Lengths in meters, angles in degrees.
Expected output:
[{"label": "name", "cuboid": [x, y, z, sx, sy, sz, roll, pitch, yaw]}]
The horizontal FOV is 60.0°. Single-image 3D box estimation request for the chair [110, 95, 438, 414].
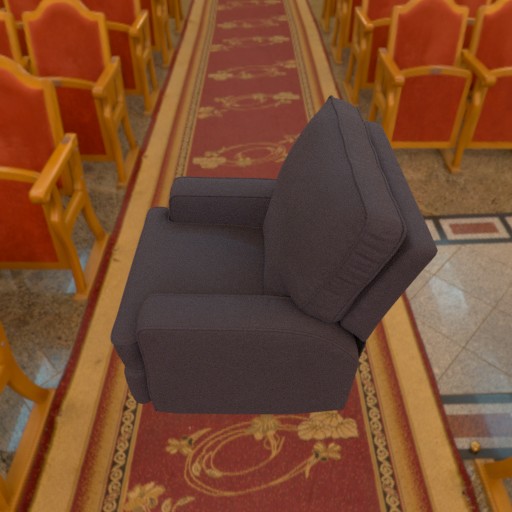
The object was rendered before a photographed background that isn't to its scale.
[{"label": "chair", "cuboid": [0.000, 0.000, 1.676, 0.964, 0.962, 0.861, 0, 43, 0]}]
